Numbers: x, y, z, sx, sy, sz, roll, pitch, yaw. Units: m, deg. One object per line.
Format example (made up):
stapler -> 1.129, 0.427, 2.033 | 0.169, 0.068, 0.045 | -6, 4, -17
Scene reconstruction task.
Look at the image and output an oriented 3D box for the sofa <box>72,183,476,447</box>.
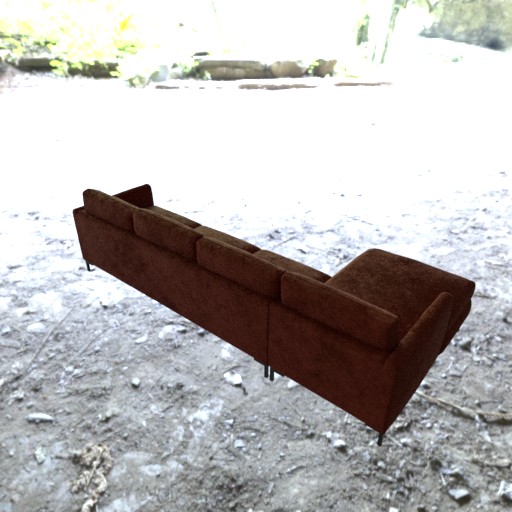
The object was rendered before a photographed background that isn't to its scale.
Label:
sofa -> 0.000, 0.000, 2.900 | 2.467, 0.663, 1.136 | 23, 37, 33
